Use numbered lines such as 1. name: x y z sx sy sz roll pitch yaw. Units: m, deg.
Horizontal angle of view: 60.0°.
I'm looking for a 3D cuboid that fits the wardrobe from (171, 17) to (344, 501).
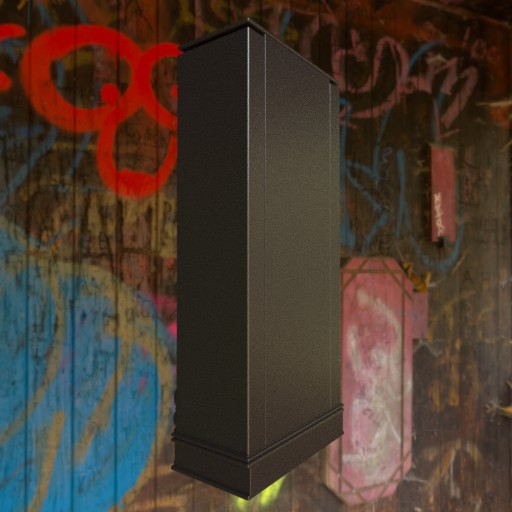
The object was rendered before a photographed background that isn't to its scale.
1. wardrobe: 0.000 0.000 1.180 0.295 1.011 0.444 -1 -1 37
